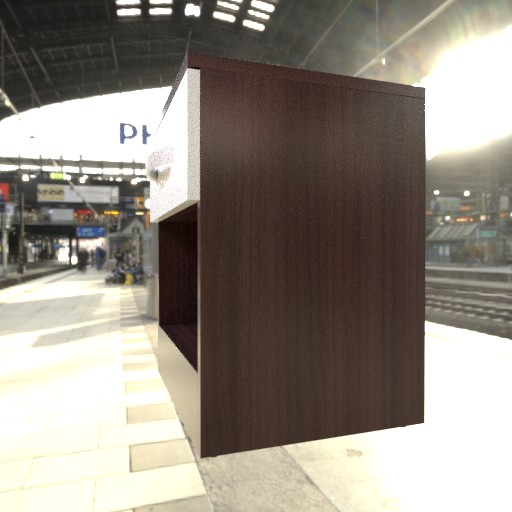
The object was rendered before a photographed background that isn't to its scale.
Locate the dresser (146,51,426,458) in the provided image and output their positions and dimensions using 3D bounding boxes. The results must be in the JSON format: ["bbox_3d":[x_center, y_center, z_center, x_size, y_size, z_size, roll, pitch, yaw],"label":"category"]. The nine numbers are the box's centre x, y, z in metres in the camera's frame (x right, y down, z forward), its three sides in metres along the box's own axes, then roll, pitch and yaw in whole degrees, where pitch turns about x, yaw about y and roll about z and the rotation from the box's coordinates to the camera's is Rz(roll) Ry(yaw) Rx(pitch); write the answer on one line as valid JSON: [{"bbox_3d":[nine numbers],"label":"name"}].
[{"bbox_3d":[0.000,0.000,0.746,0.360,0.470,0.400,0,1,-19],"label":"dresser"}]
